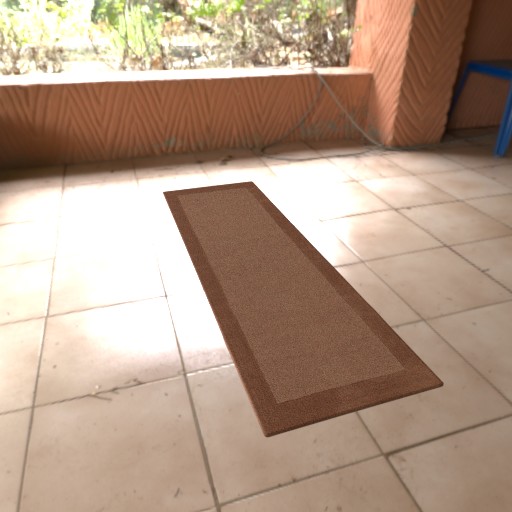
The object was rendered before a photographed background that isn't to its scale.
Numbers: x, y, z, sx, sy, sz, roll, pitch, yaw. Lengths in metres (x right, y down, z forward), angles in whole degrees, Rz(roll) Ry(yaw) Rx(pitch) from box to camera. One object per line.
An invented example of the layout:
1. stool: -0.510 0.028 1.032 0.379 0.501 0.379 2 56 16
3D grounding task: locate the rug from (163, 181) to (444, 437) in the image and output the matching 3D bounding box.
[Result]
1. rug: 0.000 0.000 2.664 0.764 0.017 2.439 -10 31 -16
